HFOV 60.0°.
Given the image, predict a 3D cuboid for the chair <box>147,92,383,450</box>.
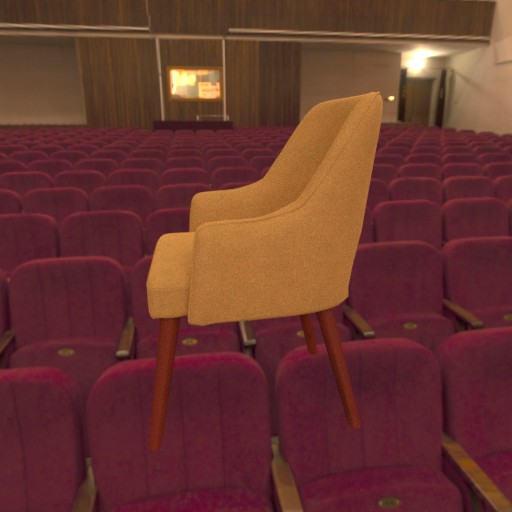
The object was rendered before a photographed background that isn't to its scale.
[{"bbox_3d":[0.000,0.000,1.231,0.605,0.849,0.548,-2,16,-8],"label":"chair"}]
